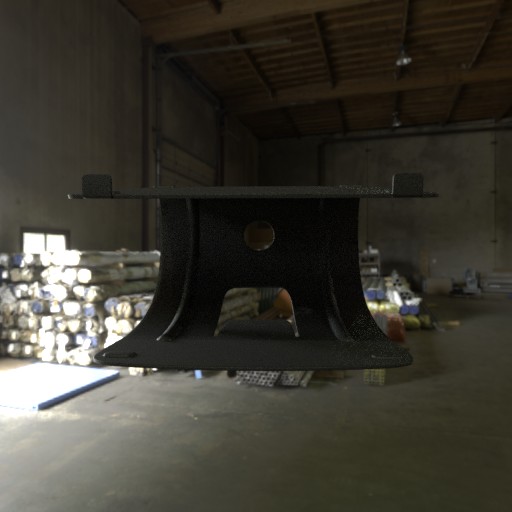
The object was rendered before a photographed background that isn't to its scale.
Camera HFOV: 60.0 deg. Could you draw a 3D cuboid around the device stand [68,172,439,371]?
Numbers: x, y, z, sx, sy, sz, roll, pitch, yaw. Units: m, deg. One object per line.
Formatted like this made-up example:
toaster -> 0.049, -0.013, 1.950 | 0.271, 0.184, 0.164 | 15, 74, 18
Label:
device stand -> 0.000, 0.000, 0.412 | 0.256, 0.155, 0.236 | 0, 0, 2
